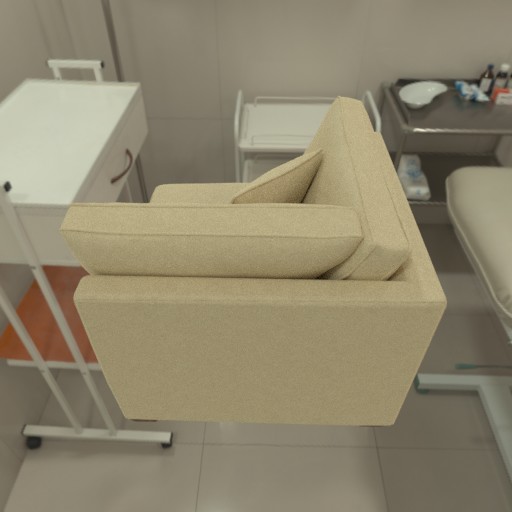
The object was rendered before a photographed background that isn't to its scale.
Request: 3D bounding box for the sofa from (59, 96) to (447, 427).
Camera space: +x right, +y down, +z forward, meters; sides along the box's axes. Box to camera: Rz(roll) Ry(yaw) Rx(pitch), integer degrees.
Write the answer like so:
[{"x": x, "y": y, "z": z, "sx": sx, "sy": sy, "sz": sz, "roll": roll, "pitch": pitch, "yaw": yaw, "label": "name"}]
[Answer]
[{"x": 0.000, "y": 0.000, "z": 1.897, "sx": 1.146, "sy": 1.002, "sz": 1.084, "roll": 1, "pitch": 43, "yaw": 1, "label": "sofa"}]
